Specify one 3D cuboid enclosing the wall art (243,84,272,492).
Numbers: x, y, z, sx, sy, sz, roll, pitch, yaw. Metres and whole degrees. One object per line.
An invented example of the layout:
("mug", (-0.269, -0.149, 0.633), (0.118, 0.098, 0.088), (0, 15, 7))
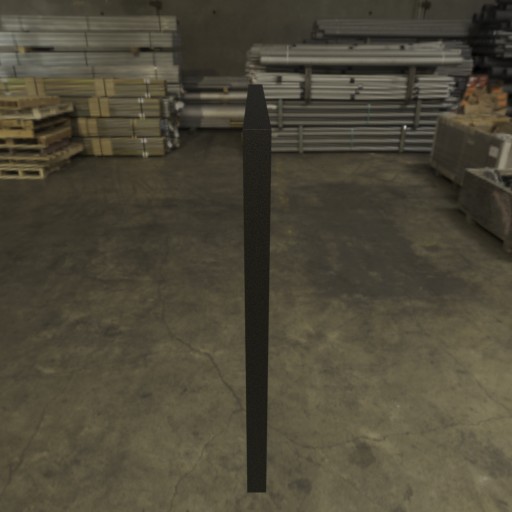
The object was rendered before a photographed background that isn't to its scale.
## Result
("wall art", (0.000, 0.000, 1.140), (0.042, 0.766, 0.769), (0, 26, 0))
